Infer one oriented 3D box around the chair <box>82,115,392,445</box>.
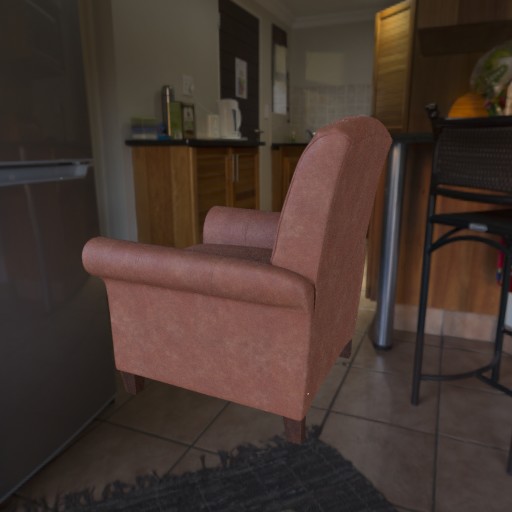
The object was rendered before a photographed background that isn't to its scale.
[{"bbox_3d":[0.000,0.000,1.788,0.902,1.061,0.978,7,16,24],"label":"chair"}]
